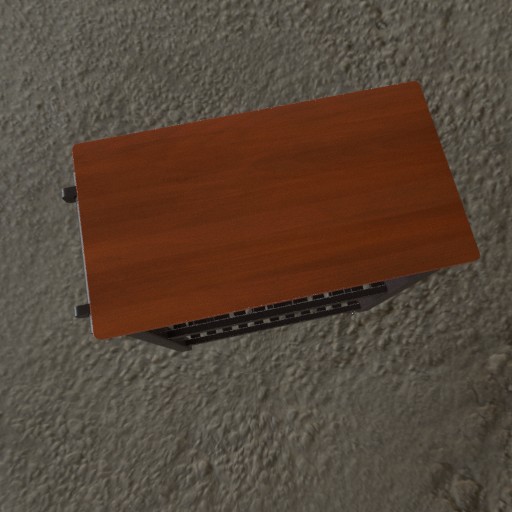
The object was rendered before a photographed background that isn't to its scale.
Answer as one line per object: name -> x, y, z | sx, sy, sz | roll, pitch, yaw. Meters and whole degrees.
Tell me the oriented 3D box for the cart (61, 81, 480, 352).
cart -> 0.000, 0.000, 1.435 | 0.899, 0.927, 0.457 | -12, 75, -3
